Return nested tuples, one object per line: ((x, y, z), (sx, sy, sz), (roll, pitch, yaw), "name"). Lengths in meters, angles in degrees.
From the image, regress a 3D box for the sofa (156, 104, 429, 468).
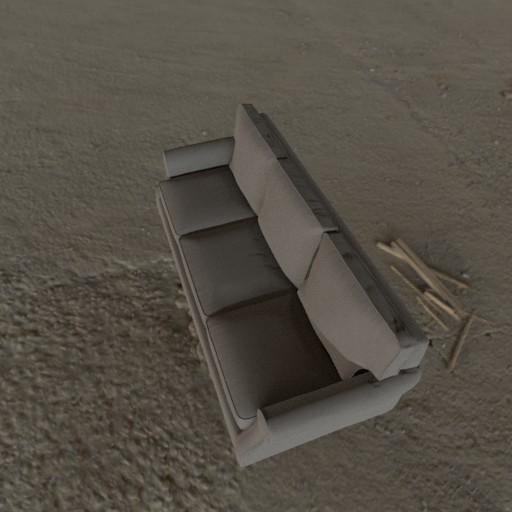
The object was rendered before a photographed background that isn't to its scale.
((0.000, 0.000, 2.860), (0.966, 0.948, 2.353), (-15, 49, -13), "sofa")
